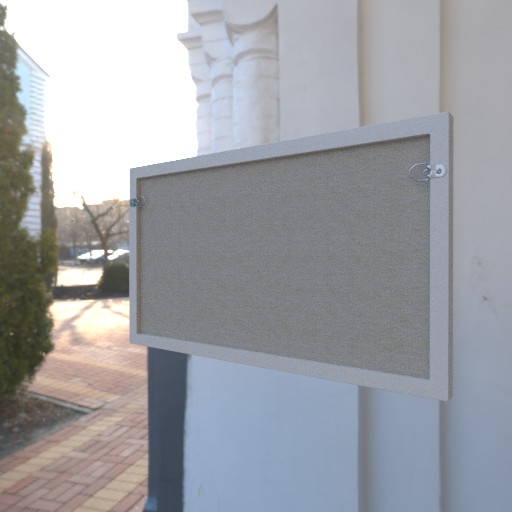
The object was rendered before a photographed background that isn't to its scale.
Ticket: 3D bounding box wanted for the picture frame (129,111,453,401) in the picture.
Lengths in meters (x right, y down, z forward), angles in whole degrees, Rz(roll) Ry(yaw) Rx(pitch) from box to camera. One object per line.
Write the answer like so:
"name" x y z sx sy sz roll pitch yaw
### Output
"picture frame" 0.000 0.000 0.782 0.647 0.379 0.044 0 0 36
